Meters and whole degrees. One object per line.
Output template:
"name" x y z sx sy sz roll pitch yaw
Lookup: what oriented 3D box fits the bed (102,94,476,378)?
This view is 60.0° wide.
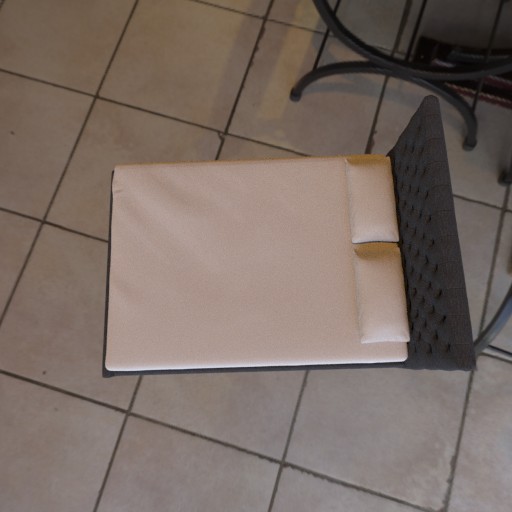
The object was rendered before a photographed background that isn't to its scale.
"bed" 0.000 0.000 3.261 2.387 1.427 1.698 -2 77 0
